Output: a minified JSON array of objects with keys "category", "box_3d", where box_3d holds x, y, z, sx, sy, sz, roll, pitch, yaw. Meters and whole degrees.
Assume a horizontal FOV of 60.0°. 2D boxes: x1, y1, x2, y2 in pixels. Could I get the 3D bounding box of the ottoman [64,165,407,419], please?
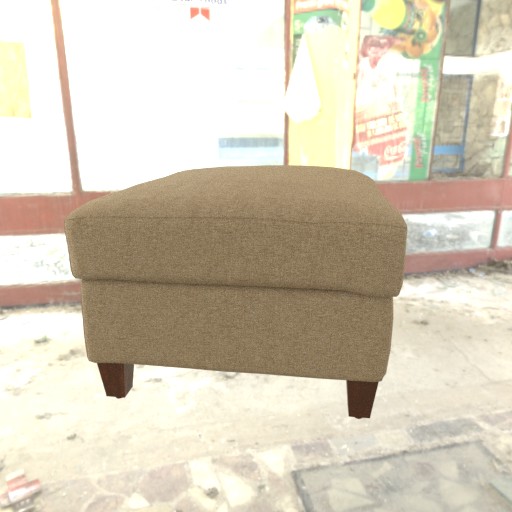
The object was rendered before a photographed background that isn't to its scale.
[{"category":"ottoman","box_3d":[0.000,0.000,1.306,0.692,0.511,0.889,2,16,8]}]
